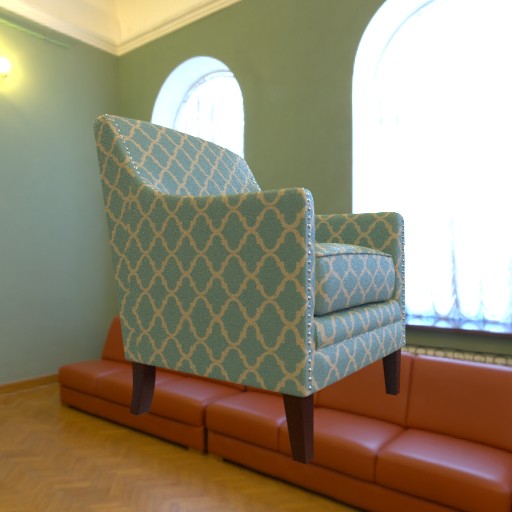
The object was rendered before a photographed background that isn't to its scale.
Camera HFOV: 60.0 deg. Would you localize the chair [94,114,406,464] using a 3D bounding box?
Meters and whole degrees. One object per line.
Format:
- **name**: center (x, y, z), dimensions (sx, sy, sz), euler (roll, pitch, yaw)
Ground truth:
- **chair**: center (0.000, 0.000, 1.283), dimensions (0.686, 0.817, 0.617), euler (0, 0, 36)
